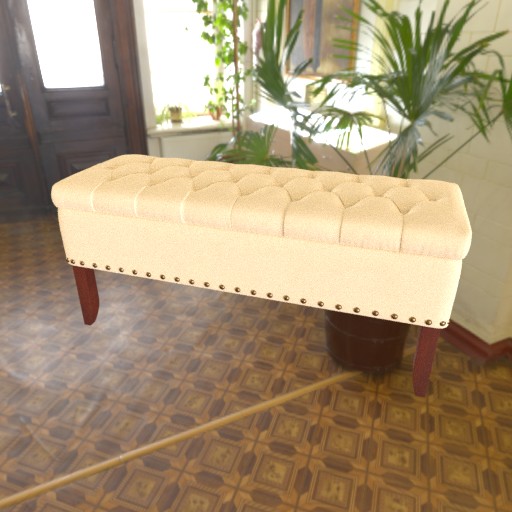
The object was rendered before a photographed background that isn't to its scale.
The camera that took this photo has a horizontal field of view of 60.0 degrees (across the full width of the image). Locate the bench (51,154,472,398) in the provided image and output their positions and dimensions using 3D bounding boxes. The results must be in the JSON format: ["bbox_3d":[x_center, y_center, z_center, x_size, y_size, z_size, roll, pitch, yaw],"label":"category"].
[{"bbox_3d":[0.000,0.000,1.296,1.054,0.470,0.400,8,28,16],"label":"bench"}]
